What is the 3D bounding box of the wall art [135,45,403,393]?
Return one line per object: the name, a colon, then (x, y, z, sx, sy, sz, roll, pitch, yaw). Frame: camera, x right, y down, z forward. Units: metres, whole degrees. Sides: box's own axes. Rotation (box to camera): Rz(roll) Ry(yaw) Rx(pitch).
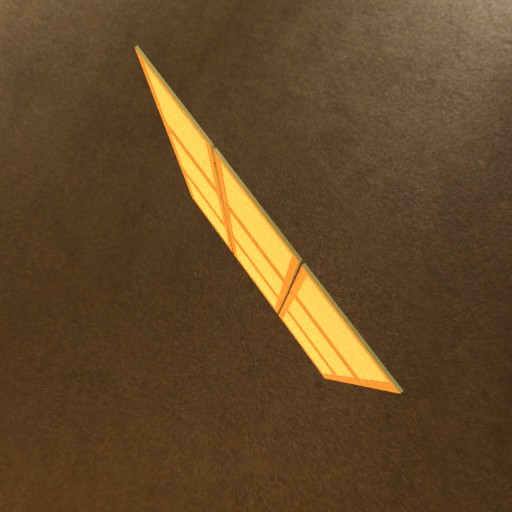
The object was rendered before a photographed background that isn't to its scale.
wall art: (0.000, 0.000, 2.237, 0.013, 1.523, 1.517, -35, 79, -8)
